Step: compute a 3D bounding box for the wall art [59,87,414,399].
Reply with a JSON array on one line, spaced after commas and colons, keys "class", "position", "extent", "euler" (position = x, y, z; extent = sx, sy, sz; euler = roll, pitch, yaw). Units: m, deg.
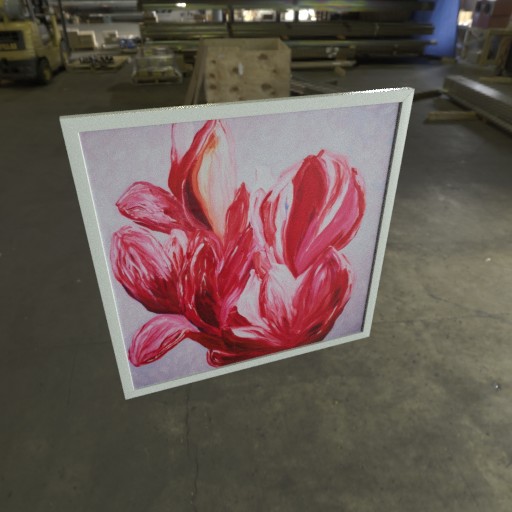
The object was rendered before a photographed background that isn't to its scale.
[{"class": "wall art", "position": [0.000, 0.000, 1.185], "extent": [0.805, 0.803, 0.022], "euler": [-11, 34, -16]}]
